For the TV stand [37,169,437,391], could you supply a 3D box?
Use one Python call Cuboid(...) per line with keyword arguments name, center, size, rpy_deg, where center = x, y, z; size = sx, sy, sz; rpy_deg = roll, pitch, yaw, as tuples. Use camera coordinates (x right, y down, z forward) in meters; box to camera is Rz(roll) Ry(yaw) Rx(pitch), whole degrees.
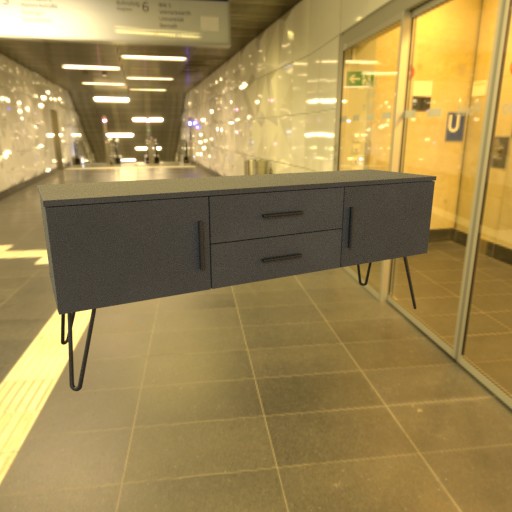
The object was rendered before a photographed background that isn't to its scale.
Cuboid(name="TV stand", center=(0.000, 0.000, 1.659), size=(1.400, 0.560, 0.400), rpy_deg=(-8, 17, -26))
